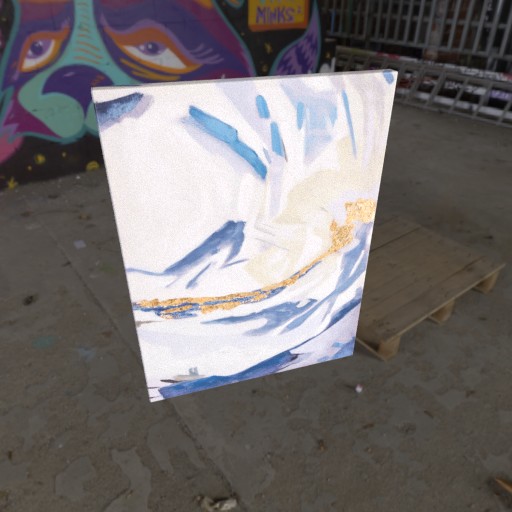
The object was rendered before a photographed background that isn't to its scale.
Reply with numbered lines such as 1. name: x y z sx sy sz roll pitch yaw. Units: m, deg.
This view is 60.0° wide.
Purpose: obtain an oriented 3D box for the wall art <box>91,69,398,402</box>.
1. wall art: 0.000 0.000 1.342 0.761 1.015 0.038 -9 33 -14
